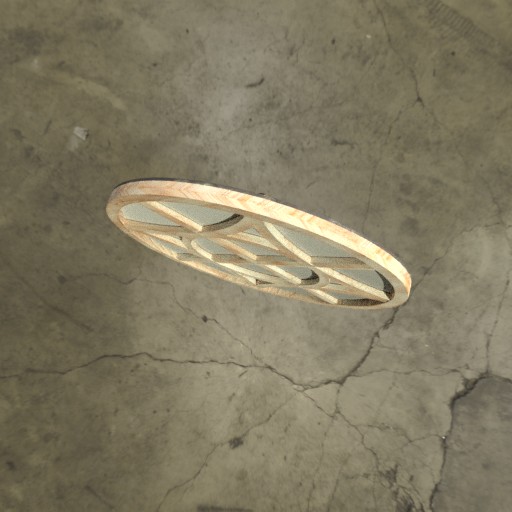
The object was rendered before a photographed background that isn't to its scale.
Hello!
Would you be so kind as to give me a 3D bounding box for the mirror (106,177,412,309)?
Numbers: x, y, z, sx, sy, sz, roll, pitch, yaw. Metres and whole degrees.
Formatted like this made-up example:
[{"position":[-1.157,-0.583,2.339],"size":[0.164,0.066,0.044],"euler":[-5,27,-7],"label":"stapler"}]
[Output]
[{"position":[0.000,0.000,1.062],"size":[0.710,0.710,0.038],"euler":[16,76,4],"label":"mirror"}]
